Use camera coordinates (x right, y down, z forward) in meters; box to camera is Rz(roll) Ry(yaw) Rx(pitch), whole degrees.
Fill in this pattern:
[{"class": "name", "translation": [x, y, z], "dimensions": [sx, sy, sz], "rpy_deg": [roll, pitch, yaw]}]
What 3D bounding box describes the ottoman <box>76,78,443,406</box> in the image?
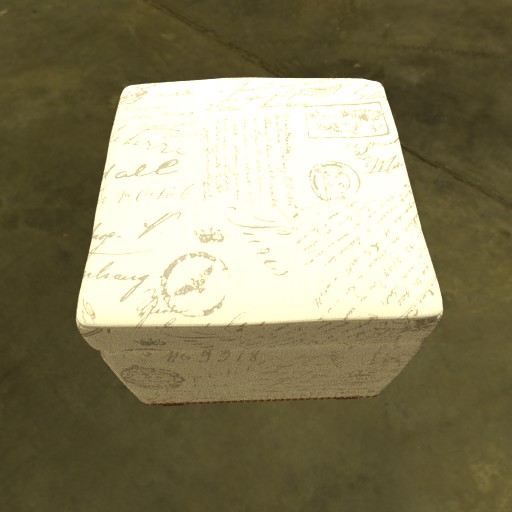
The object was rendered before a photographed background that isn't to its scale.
[{"class": "ottoman", "translation": [0.000, 0.000, 0.802], "dimensions": [0.449, 0.457, 0.450], "rpy_deg": [-2, 58, -1]}]
